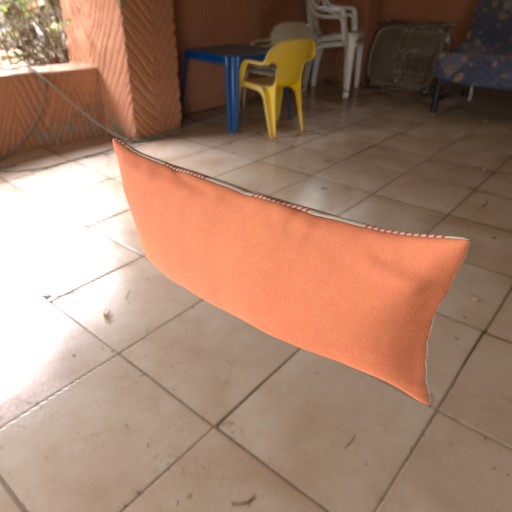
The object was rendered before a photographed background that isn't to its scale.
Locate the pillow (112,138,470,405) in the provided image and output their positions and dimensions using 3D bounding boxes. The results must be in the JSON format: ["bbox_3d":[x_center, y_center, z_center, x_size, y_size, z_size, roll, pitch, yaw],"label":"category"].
[{"bbox_3d":[0.000,0.000,0.709,0.608,0.292,0.156,22,37,33],"label":"pillow"}]
